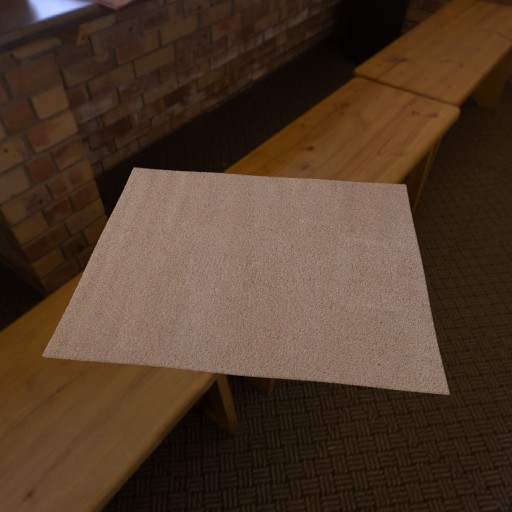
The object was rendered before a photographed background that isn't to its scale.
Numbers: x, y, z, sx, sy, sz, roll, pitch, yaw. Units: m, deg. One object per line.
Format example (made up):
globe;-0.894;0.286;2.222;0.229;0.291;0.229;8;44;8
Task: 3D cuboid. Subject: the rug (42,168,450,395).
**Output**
rug;0.000;0.000;4.063;3.000;0.025;2.400;4;47;4
